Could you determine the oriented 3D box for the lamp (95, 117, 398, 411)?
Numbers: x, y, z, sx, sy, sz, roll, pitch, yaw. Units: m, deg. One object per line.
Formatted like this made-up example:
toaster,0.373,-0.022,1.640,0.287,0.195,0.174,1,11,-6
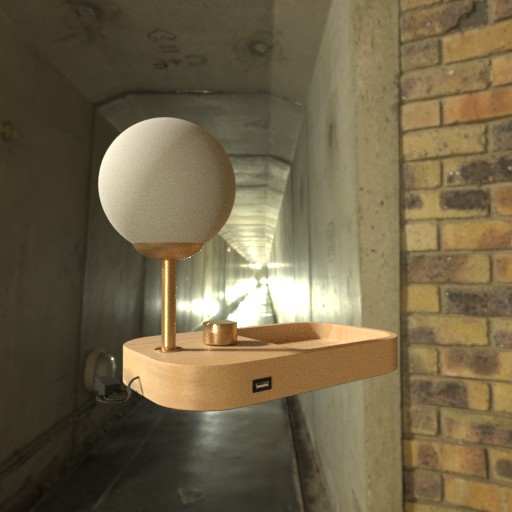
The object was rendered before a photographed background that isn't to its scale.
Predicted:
lamp,0.000,0.000,0.476,0.331,0.253,0.173,1,-1,-36
